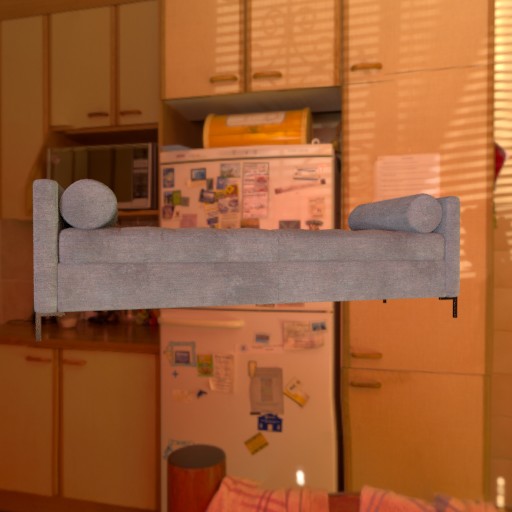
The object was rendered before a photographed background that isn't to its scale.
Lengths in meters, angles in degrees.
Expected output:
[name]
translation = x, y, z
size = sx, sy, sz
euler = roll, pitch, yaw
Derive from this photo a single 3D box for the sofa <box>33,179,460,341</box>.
[sofa]
translation = 0.000, 0.000, 2.298
size = 1.981, 0.635, 0.686
euler = 0, 1, -17
